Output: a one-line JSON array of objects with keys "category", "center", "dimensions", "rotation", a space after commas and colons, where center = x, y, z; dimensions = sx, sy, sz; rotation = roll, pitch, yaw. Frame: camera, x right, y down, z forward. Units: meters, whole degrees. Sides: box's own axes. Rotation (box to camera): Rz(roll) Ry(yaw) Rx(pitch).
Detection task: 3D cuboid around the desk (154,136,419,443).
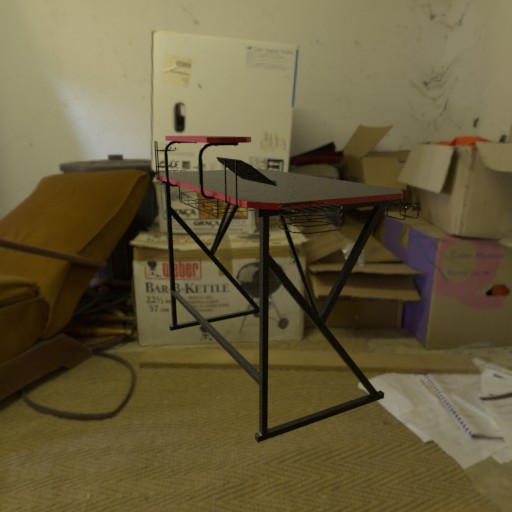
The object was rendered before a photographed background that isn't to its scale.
[{"category": "desk", "center": [0.000, 0.000, 1.747], "dimensions": [0.588, 0.913, 1.280], "rotation": [-8, 18, -26]}]
